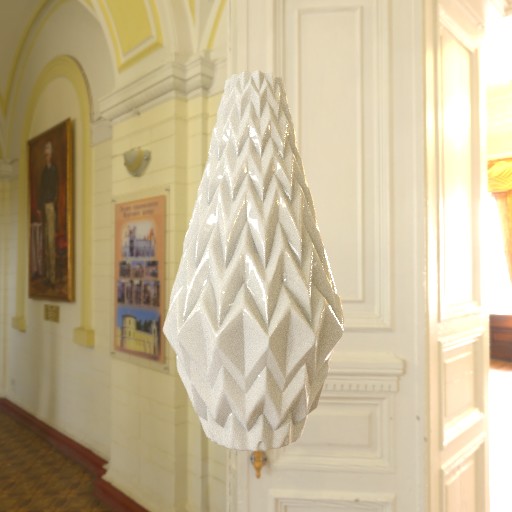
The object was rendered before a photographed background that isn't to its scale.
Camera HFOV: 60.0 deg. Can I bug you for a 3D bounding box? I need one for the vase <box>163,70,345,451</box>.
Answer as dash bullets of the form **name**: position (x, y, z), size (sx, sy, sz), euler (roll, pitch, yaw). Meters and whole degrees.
- **vase**: position (0.000, 0.000, 0.415), size (0.167, 0.328, 0.167), euler (0, -1, 0)
